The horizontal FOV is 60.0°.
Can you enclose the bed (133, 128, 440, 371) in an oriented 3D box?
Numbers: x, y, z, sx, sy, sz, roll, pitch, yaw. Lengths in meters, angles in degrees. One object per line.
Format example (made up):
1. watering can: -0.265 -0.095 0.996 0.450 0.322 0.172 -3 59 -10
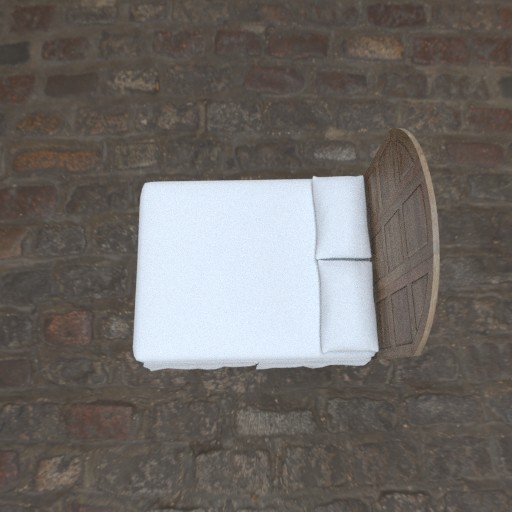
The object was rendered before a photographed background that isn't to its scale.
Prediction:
1. bed: 0.000 0.000 3.483 2.112 2.002 1.713 -1 75 0
